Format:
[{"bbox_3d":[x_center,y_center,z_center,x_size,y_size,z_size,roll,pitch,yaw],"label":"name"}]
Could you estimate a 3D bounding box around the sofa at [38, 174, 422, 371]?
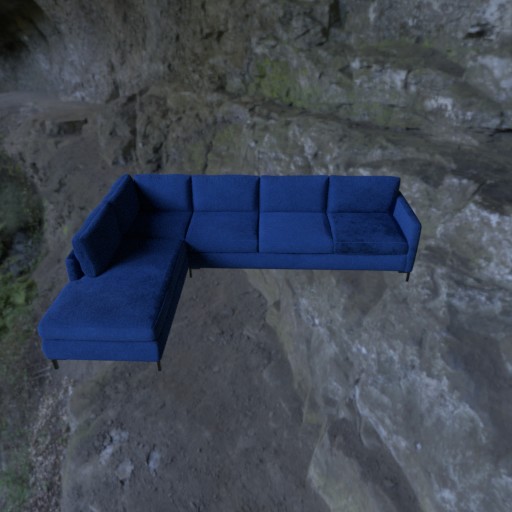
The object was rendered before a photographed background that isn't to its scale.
[{"bbox_3d":[0.000,0.000,3.803,2.949,0.815,2.007,1,31,1],"label":"sofa"}]
